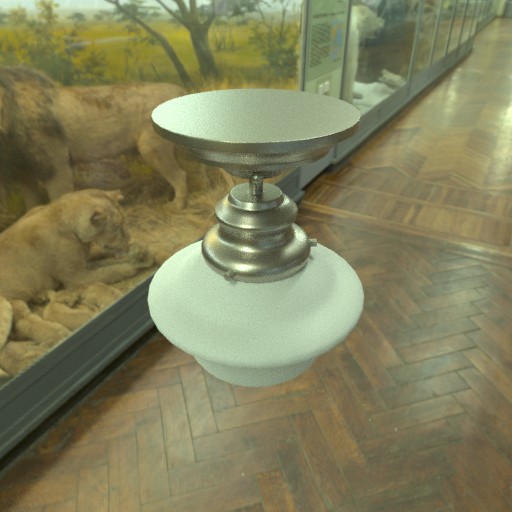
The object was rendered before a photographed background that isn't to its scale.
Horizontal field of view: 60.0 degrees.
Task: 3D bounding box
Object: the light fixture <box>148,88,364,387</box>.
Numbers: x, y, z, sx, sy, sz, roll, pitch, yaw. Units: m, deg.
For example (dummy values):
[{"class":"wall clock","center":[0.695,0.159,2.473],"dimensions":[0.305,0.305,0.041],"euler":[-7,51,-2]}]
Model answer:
[{"class":"light fixture","center":[0.000,0.000,0.394],"dimensions":[0.199,0.254,0.199],"euler":[0,32,0]}]
